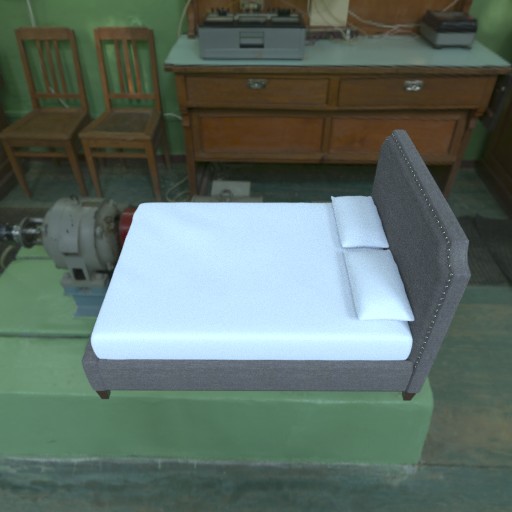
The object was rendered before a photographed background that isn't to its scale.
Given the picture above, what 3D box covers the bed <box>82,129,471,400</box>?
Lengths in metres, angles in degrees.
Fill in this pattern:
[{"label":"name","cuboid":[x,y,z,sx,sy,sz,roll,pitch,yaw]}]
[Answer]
[{"label":"bed","cuboid":[0.000,0.000,3.473,2.381,1.457,1.713,0,41,0]}]
